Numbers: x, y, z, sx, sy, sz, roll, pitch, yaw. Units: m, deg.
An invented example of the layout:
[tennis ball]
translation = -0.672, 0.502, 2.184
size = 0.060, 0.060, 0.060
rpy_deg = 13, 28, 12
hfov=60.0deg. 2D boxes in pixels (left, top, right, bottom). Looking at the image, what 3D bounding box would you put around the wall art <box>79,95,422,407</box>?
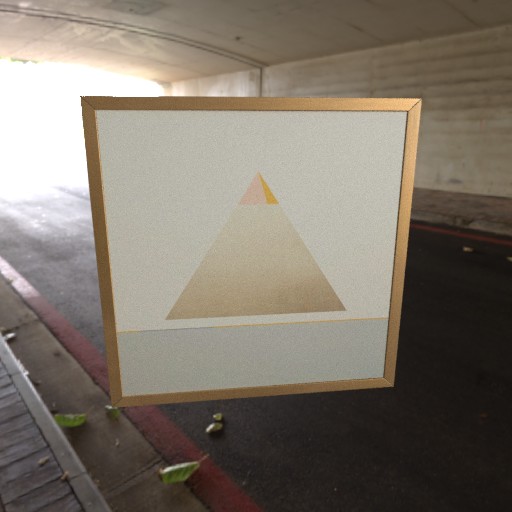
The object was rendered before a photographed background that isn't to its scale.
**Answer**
[wall art]
translation = 0.000, 0.000, 0.452
size = 0.305, 0.303, 0.038
rpy_deg = -2, 16, -7
